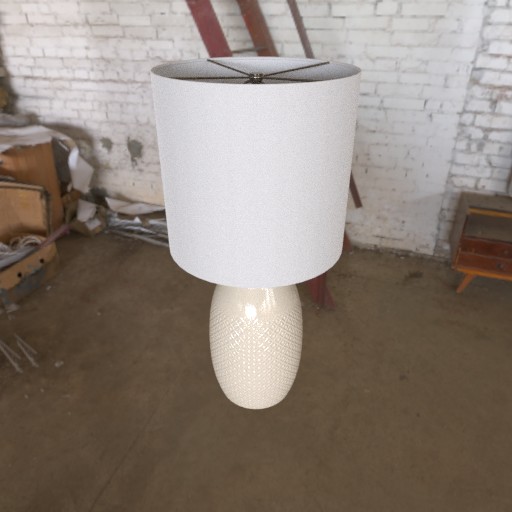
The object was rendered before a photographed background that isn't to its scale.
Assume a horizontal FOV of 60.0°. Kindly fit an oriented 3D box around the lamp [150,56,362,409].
[{"bbox_3d":[0.000,0.000,0.575,0.217,0.453,0.217,-20,35,-31],"label":"lamp"}]
